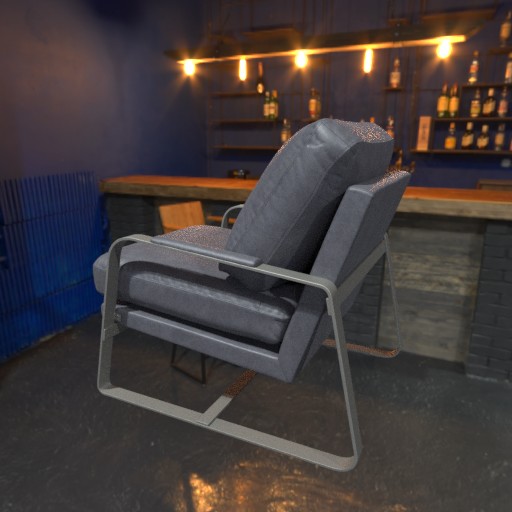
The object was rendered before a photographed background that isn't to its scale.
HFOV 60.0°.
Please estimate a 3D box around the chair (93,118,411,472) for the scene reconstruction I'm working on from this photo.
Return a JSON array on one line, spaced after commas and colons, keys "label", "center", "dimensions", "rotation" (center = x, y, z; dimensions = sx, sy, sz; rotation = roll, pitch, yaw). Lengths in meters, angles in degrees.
[{"label": "chair", "center": [0.000, 0.000, 1.445], "dimensions": [0.878, 0.839, 0.692], "rotation": [7, 17, 25]}]
